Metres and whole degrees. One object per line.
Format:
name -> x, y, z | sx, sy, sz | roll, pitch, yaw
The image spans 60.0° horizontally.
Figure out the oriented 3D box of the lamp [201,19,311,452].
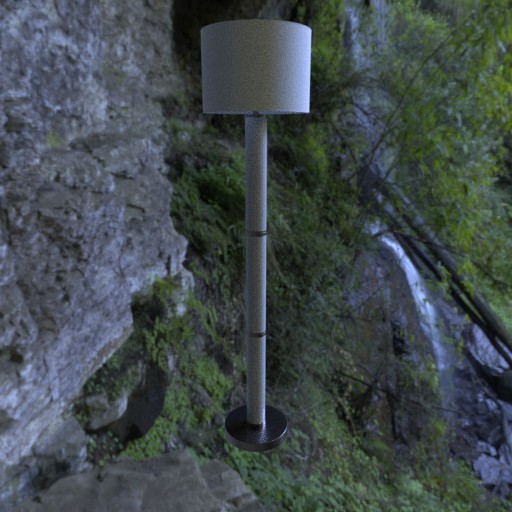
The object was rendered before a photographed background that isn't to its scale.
lamp -> 0.000, 0.000, 1.731 | 0.377, 1.599, 0.377 | 2, 17, 7
